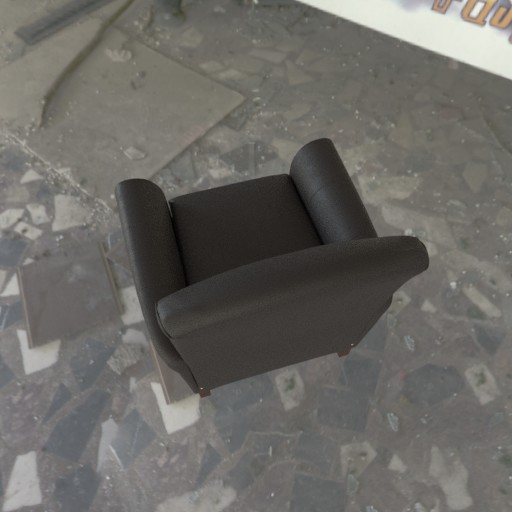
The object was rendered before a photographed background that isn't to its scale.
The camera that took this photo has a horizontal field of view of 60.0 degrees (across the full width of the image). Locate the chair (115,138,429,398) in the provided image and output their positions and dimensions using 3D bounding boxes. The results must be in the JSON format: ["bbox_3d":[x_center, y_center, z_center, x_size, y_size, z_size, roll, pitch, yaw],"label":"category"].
[{"bbox_3d":[0.000,0.000,1.759,0.978,1.061,0.902,-14,59,-9],"label":"chair"}]
